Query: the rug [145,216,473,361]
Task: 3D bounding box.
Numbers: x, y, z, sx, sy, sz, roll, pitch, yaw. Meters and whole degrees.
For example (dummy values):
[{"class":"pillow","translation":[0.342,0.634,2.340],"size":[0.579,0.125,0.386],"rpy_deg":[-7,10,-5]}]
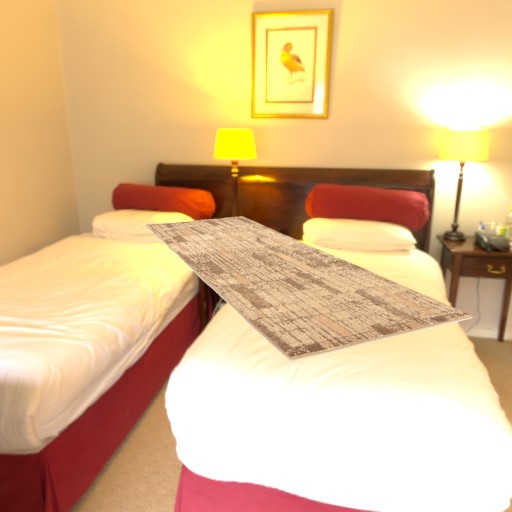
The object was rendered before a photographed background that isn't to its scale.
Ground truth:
[{"class":"rug","translation":[0.000,0.000,2.662],"size":[0.857,0.018,2.383],"rpy_deg":[-7,17,-24]}]
